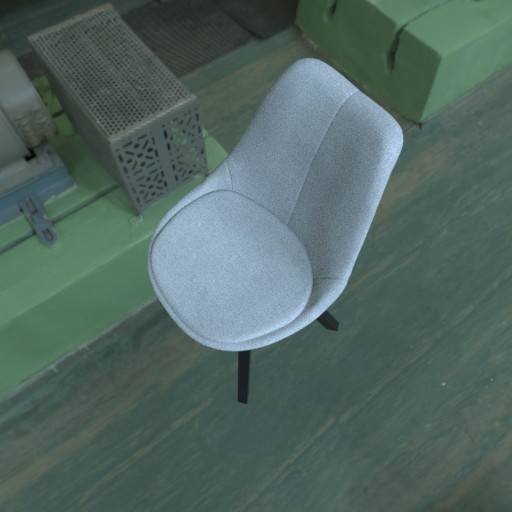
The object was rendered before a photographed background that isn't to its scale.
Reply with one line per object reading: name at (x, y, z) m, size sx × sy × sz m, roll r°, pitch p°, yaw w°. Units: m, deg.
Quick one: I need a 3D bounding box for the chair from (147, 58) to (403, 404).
chair at (0.000, 0.000, 1.188) m, size 0.550 × 0.850 × 0.485 m, roll -35°, pitch 69°, yaw -16°
